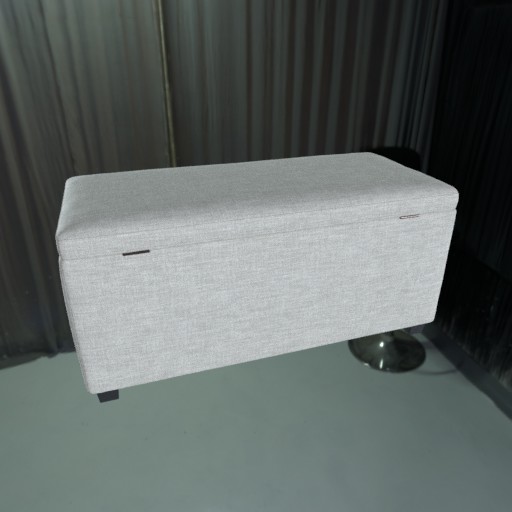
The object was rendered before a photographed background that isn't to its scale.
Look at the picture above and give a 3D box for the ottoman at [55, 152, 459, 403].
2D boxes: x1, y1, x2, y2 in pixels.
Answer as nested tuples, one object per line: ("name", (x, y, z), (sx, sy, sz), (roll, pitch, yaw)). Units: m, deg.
("ottoman", (0.000, 0.000, 1.155), (0.902, 0.432, 0.419), (-8, 27, -16))
